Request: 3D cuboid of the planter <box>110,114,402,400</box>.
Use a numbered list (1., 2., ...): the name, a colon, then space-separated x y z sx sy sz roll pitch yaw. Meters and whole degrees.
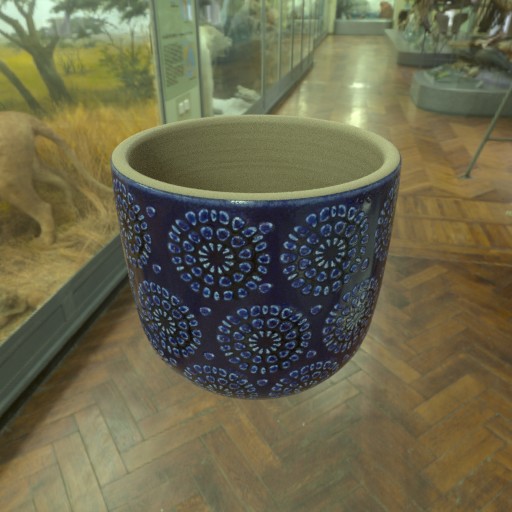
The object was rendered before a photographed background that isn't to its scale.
1. planter: 0.000 0.000 0.294 0.165 0.149 0.165 0 30 0
